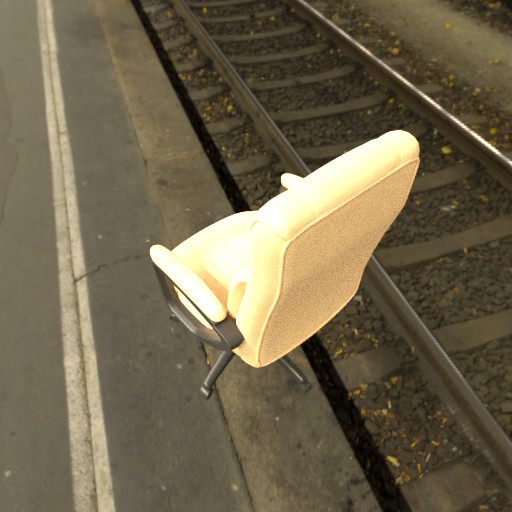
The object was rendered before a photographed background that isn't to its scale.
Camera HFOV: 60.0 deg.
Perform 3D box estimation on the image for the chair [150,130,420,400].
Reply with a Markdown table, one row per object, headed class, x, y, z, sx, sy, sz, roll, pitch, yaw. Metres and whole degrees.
| class | x | y | z | sx | sy | sz | roll | pitch | yaw |
| --- | --- | --- | --- | --- | --- | --- | --- | --- | --- |
| chair | 0.000 | 0.000 | 1.525 | 0.667 | 1.105 | 0.724 | -33 | 55 | -27 |
